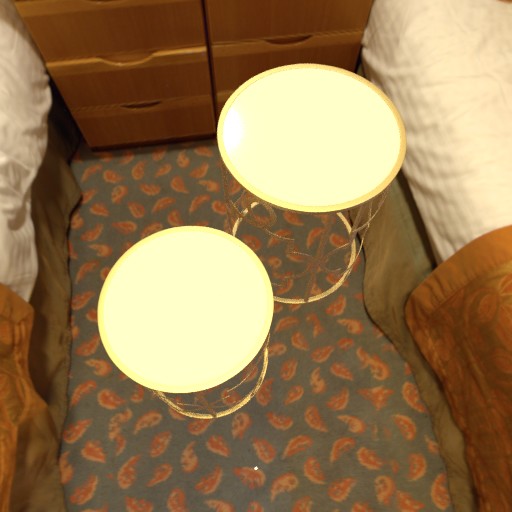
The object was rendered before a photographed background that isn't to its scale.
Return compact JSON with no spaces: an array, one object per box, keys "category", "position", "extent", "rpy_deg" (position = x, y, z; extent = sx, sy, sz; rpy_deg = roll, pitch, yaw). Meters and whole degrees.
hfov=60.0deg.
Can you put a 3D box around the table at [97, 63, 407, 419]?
[{"category":"table","position":[0.000,0.000,1.166],"extent":[0.420,0.564,0.846],"rpy_deg":[33,69,14]}]
